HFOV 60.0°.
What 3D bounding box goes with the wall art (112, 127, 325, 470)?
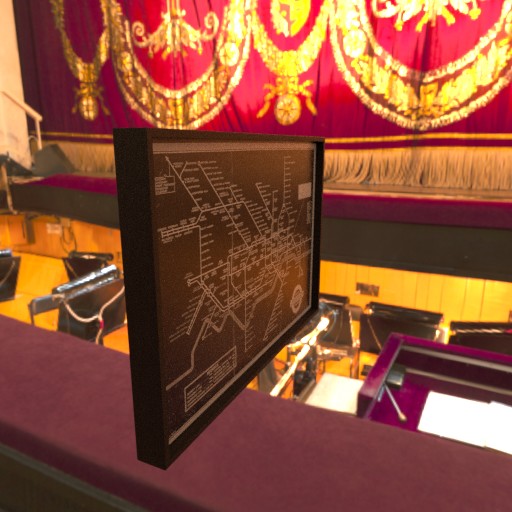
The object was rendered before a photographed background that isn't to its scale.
[{"bbox_3d":[0.000,0.000,0.860,0.051,0.456,0.671,7,15,25],"label":"wall art"}]
